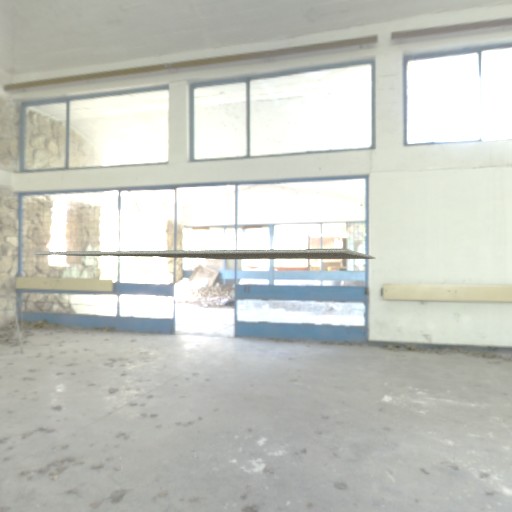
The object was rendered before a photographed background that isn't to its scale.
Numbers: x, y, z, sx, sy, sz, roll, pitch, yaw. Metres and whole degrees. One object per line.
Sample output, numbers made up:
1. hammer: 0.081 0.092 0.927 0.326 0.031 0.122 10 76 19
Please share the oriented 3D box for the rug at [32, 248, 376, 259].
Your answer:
1. rug: 0.000 0.000 3.133 1.535 0.022 2.498 0 -1 17
